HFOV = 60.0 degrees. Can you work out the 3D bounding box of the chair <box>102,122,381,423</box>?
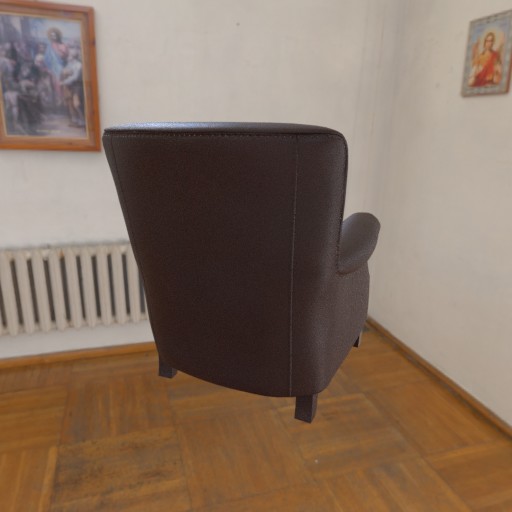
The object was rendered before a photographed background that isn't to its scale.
[{"bbox_3d":[0.000,0.000,1.389,0.700,0.800,0.746,9,18,27],"label":"chair"}]
